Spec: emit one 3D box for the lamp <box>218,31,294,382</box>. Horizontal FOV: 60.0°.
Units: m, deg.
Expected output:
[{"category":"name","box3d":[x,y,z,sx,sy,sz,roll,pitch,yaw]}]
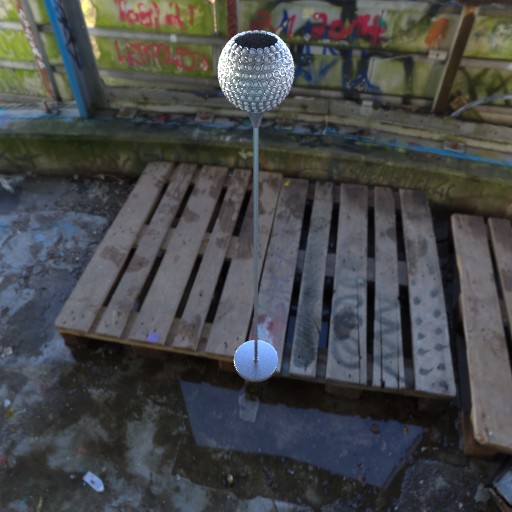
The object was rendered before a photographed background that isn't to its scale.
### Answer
[{"category":"lamp","box3d":[0.000,0.000,1.919,0.254,1.805,0.254,0,47,0]}]
